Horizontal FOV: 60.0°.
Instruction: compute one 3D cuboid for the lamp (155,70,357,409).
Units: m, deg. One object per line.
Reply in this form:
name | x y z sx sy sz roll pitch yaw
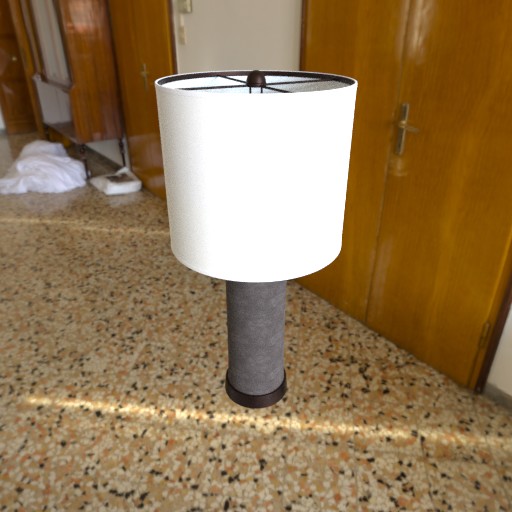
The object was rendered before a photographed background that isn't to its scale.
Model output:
lamp | 0.000 0.000 0.811 0.301 0.630 0.301 8 29 15
